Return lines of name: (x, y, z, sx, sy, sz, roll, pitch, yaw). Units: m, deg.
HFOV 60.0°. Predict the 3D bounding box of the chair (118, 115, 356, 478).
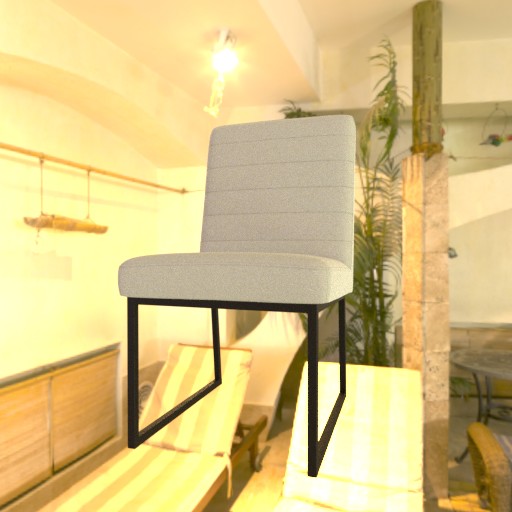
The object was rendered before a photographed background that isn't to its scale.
chair: (0.000, 0.000, 1.284, 0.520, 0.930, 0.634, 0, 1, 18)
